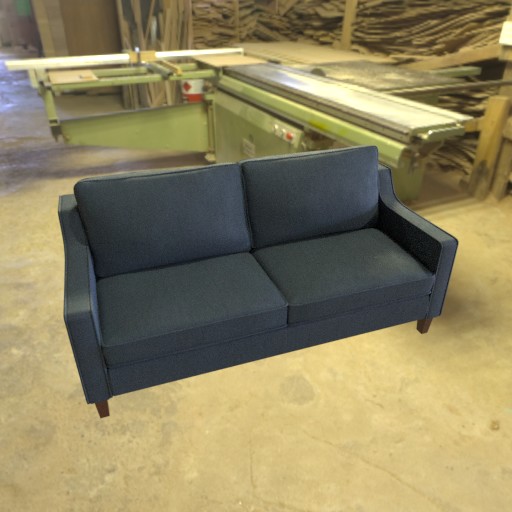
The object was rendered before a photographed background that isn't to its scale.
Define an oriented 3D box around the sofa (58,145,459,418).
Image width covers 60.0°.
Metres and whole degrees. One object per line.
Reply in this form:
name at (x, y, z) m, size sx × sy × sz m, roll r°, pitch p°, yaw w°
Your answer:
sofa at (0.000, 0.000, 2.773) m, size 2.178 × 1.071 × 1.066 m, roll -10°, pitch 32°, yaw -17°
